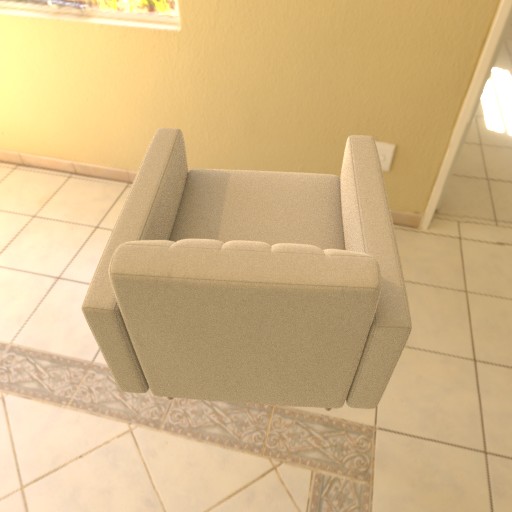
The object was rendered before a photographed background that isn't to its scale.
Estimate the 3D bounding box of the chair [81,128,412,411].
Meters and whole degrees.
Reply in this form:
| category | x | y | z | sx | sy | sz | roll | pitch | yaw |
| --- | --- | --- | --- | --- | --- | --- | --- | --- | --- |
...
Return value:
| category | x | y | z | sx | sy | sz | roll | pitch | yaw |
| --- | --- | --- | --- | --- | --- | --- | --- | --- | --- |
| chair | 0.000 | 0.000 | 1.685 | 0.953 | 0.819 | 0.998 | 3 | 47 | 3 |
